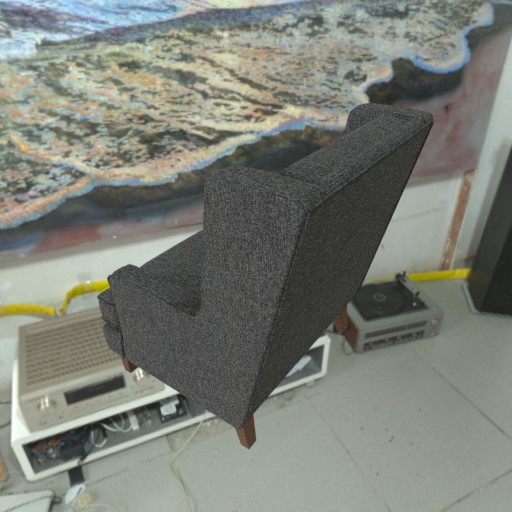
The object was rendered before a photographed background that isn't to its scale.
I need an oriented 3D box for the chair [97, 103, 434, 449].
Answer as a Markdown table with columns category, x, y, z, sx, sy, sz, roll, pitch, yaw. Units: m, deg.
| category | x | y | z | sx | sy | sz | roll | pitch | yaw |
| --- | --- | --- | --- | --- | --- | --- | --- | --- | --- |
| chair | 0.000 | 0.000 | 1.775 | 0.927 | 1.082 | 0.942 | 21 | 37 | 29 |
